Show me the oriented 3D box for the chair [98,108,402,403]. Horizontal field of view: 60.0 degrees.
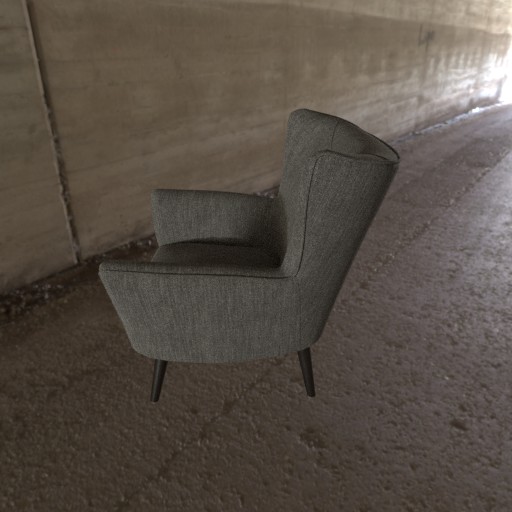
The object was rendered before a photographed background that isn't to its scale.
[{"bbox_3d":[0.000,0.000,1.612,0.888,0.933,0.781,0,26,1],"label":"chair"}]
